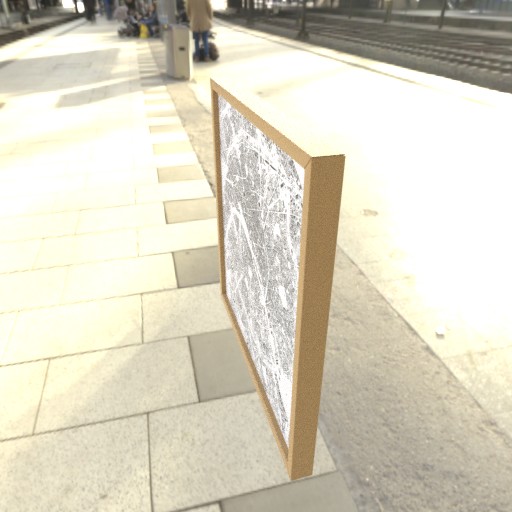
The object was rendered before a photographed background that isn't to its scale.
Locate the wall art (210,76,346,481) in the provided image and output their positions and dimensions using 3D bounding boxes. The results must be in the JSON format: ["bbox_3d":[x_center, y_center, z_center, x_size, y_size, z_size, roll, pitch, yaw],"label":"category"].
[{"bbox_3d":[0.000,0.000,0.767,0.036,0.509,0.509,-8,31,-14],"label":"wall art"}]
